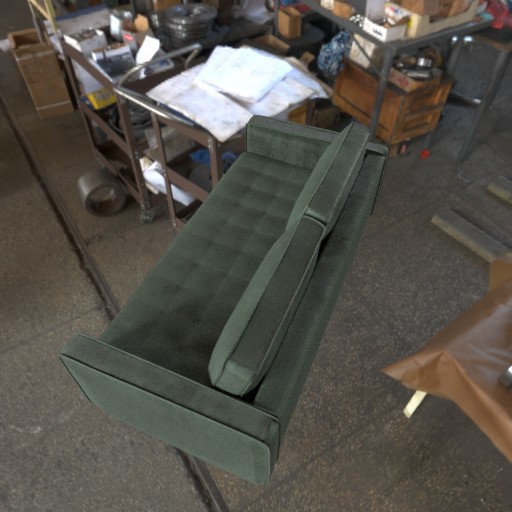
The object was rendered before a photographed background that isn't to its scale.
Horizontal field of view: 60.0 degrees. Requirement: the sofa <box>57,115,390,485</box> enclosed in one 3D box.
[{"bbox_3d":[0.000,0.000,2.204,0.886,0.781,1.816,18,51,15],"label":"sofa"}]
